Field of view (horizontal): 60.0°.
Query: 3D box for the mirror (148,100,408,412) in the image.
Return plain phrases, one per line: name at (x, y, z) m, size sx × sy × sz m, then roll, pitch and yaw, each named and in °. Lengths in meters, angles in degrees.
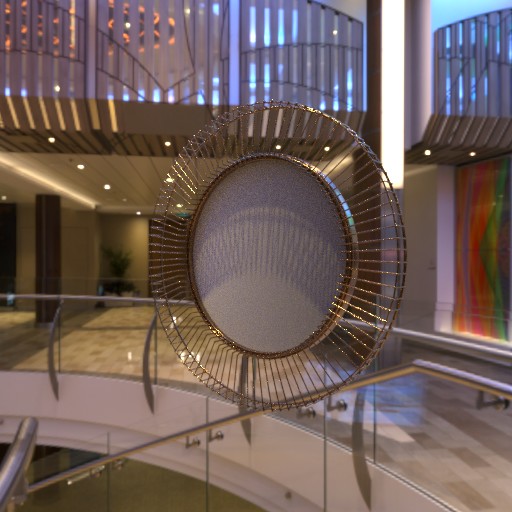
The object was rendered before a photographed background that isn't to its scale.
mirror at (0.000, 0.000, 1.045) m, size 0.703 × 0.703 × 0.067 m, roll 0°, pitch 0°, yaw 37°
